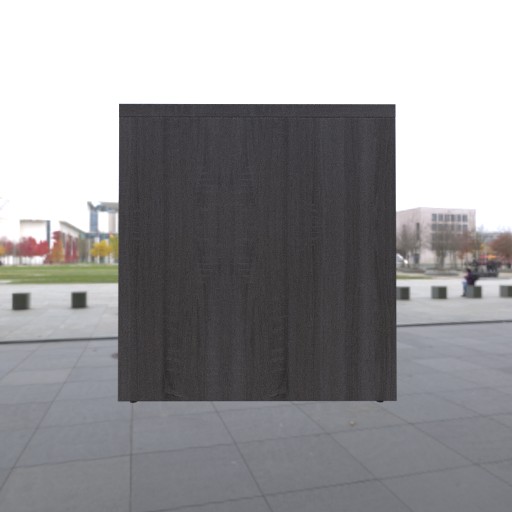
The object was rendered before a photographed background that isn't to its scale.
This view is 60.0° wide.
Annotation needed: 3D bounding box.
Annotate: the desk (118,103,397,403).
[{"bbox_3d":[0.000,0.000,1.788,0.690,0.745,1.380,0,-1,0],"label":"desk"}]
